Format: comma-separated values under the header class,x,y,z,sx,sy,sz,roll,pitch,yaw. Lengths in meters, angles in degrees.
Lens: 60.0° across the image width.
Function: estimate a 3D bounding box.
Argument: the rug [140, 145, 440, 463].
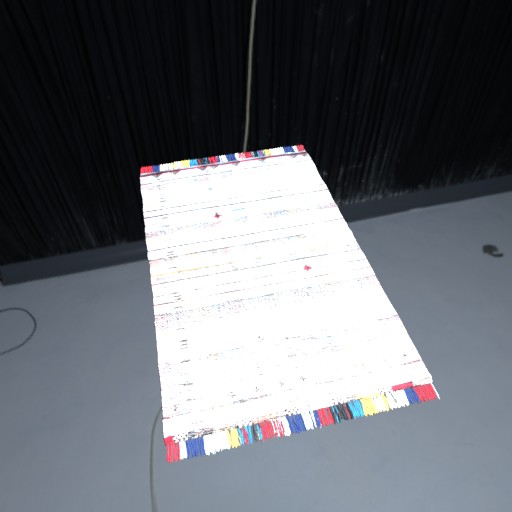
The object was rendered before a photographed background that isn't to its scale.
class,x,y,z,sx,sy,sz,roll,pitch,yaw
rug,0.000,0.000,3.044,1.465,0.012,2.465,-10,48,-9
